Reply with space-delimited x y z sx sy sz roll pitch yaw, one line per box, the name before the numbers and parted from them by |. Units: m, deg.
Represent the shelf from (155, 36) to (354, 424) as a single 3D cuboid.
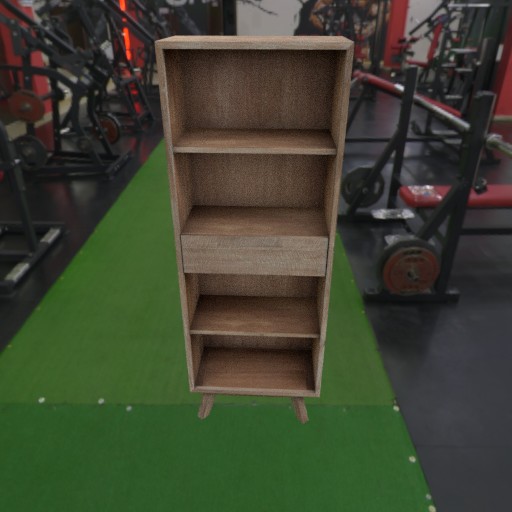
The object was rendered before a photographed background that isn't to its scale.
shelf | 0.000 0.000 1.521 0.491 1.342 0.267 1 29 3
